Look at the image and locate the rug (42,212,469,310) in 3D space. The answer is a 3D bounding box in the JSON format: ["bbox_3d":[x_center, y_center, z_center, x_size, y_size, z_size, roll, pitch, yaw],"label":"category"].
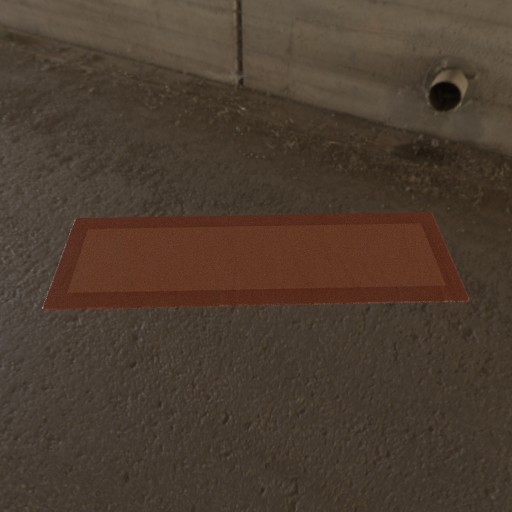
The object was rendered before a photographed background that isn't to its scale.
[{"bbox_3d":[0.000,0.000,2.763,2.471,0.013,0.914,-4,48,-3],"label":"rug"}]
